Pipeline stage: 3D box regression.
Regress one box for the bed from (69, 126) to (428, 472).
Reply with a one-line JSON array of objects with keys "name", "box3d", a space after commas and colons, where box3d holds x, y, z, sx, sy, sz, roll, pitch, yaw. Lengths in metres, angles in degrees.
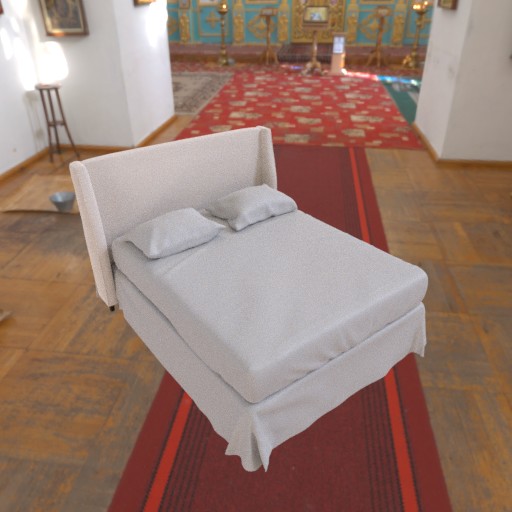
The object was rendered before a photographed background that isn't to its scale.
[{"name": "bed", "box3d": [0.000, 0.000, 3.454, 1.925, 1.332, 2.276, -21, 36, -32]}]
